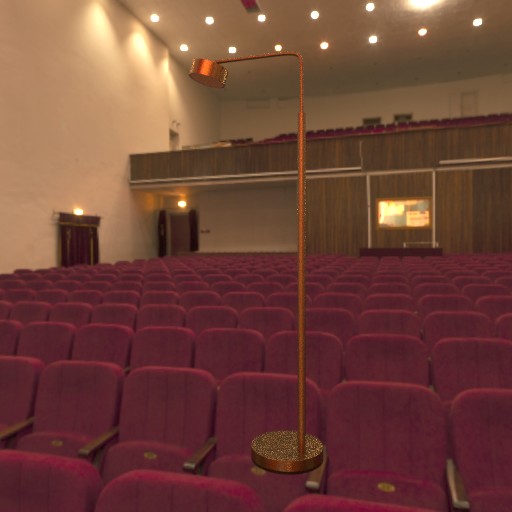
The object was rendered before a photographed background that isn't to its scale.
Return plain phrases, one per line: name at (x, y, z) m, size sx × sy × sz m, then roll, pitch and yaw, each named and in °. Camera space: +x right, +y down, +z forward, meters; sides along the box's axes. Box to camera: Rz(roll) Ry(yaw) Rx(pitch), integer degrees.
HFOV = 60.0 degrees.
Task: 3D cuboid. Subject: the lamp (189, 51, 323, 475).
lamp at (0.000, 0.000, 1.384) m, size 0.418 × 1.230 × 0.219 m, roll 0°, pitch 0°, yaw 17°
